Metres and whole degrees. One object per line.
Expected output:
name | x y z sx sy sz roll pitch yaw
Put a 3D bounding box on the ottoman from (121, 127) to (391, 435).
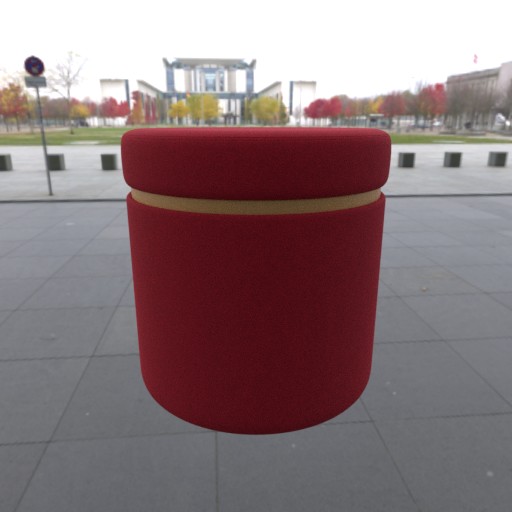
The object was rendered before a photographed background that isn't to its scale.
ottoman | 0.000 0.000 0.732 0.400 0.406 0.400 0 17 0
